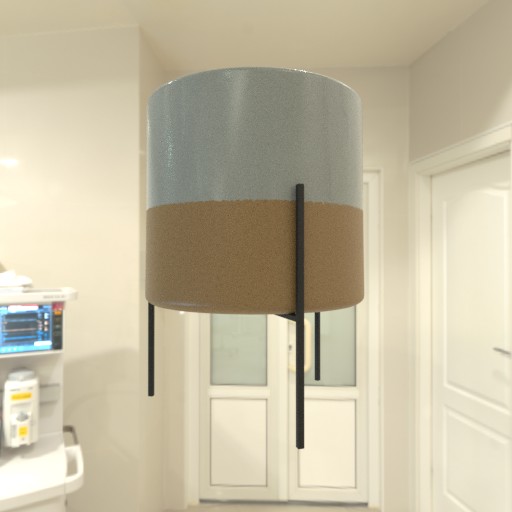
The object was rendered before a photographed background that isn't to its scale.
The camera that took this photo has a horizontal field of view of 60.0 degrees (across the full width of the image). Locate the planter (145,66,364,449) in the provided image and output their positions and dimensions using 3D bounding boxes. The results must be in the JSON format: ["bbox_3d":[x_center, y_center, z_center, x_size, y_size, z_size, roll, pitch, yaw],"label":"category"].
[{"bbox_3d":[0.000,0.000,0.720,0.348,0.480,0.360,0,0,-18],"label":"planter"}]
